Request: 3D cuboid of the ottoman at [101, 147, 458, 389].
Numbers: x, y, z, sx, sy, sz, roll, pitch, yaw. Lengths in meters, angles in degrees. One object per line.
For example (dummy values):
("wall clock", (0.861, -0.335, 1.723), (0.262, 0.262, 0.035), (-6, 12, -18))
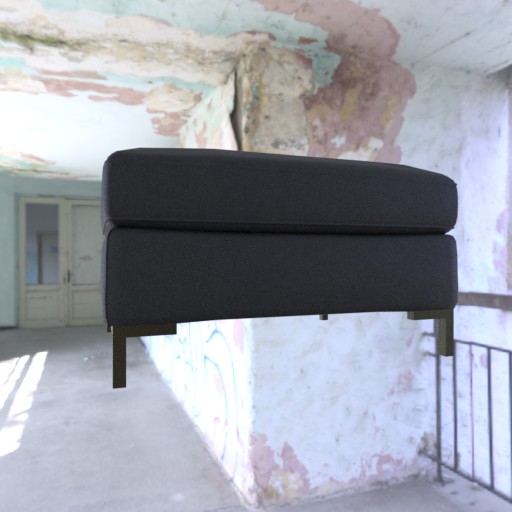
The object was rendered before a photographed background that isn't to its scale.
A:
("ottoman", (0.000, 0.000, 1.797), (1.187, 0.696, 0.967), (0, 0, -20))
